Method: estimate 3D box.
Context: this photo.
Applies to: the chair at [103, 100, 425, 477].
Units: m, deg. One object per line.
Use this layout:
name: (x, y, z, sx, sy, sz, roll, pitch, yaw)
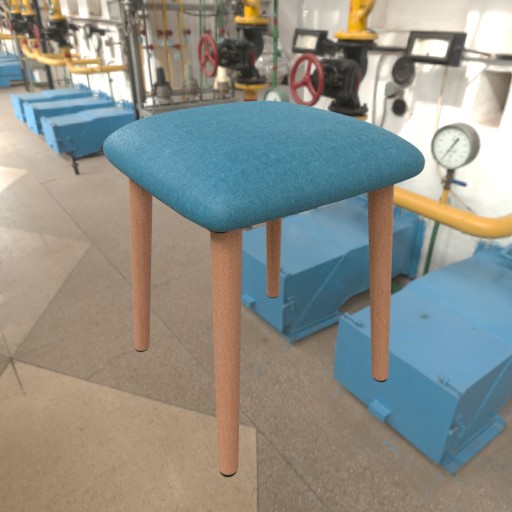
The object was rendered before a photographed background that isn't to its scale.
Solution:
chair: (0.000, 0.000, 0.716, 0.360, 0.450, 0.360, -19, 34, -30)
